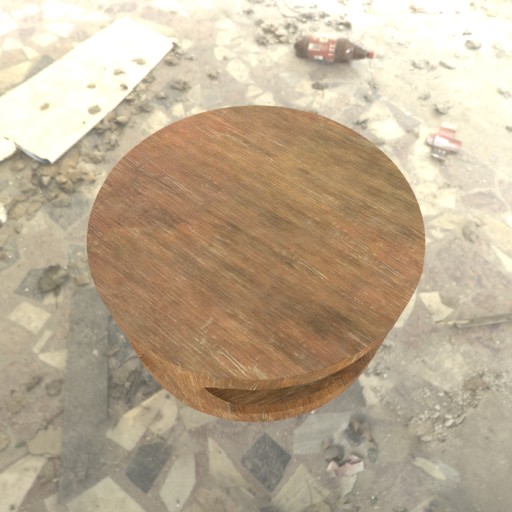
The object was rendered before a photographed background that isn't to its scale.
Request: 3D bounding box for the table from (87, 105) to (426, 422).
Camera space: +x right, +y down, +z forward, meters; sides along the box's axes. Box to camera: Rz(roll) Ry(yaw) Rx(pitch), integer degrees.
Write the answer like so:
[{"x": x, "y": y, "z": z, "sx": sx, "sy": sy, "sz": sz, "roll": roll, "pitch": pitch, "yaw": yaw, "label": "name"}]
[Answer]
[{"x": 0.000, "y": 0.000, "z": 1.489, "sx": 0.974, "sy": 0.450, "sz": 0.974, "roll": 0, "pitch": 57, "yaw": 0, "label": "table"}]
